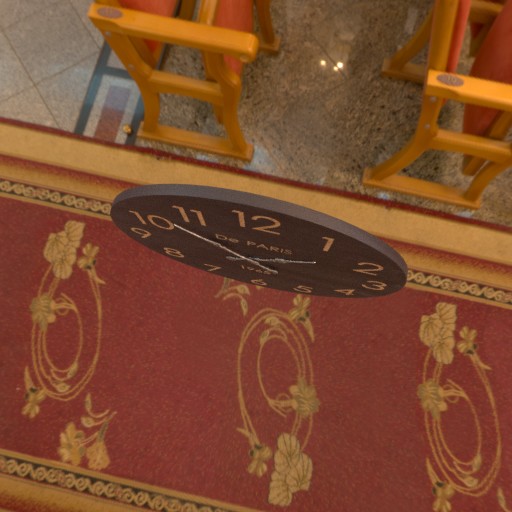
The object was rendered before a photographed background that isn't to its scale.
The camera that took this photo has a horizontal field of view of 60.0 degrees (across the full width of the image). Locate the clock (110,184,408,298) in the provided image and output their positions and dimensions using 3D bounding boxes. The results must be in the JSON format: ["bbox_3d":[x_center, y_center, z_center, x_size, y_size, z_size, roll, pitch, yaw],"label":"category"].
[{"bbox_3d":[0.000,0.000,0.914,0.595,0.595,0.029,13,76,3],"label":"clock"}]
